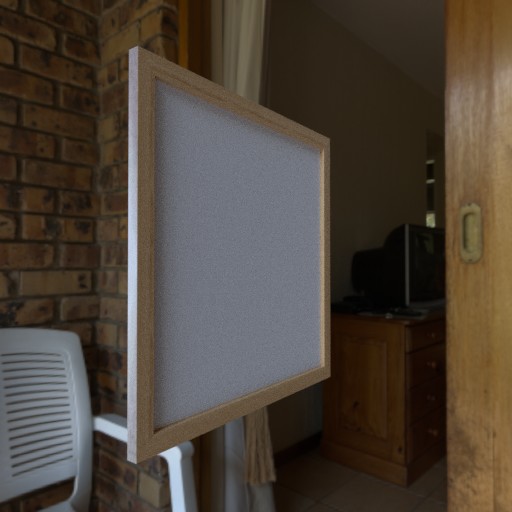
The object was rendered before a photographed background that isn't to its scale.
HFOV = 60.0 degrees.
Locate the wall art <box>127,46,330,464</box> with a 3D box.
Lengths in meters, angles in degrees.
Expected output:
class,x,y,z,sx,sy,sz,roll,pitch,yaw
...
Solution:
class,x,y,z,sx,sy,sz,roll,pitch,yaw
wall art,0.000,0.000,1.121,0.027,0.762,0.762,-1,-1,37
